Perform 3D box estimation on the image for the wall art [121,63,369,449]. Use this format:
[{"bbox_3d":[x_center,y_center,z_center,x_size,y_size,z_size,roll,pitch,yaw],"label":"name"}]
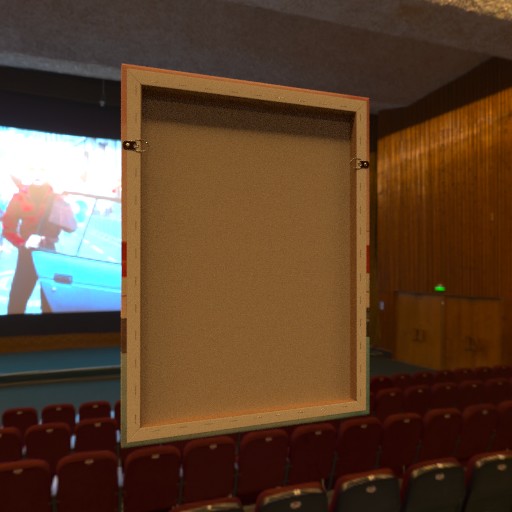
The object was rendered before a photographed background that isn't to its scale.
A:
[{"bbox_3d":[0.000,0.000,1.309,0.761,1.016,0.039,0,0,-19],"label":"wall art"}]
